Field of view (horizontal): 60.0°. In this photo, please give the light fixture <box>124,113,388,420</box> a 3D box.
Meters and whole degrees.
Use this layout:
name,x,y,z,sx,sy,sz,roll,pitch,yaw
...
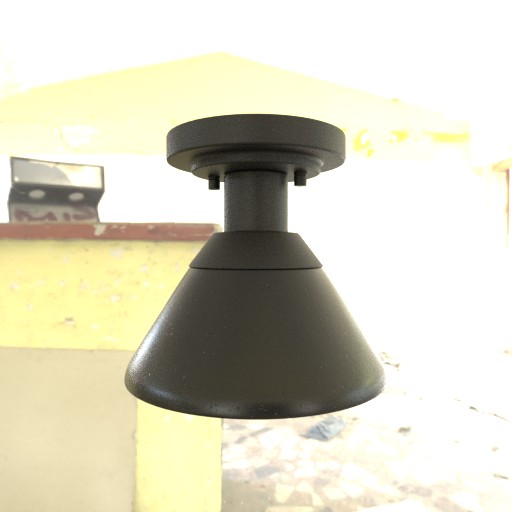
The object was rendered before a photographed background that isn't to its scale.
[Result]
name,x,y,z,sx,sy,sz,roll,pitch,yaw
light fixture,0.000,0.000,0.351,0.200,0.183,0.200,0,1,0
